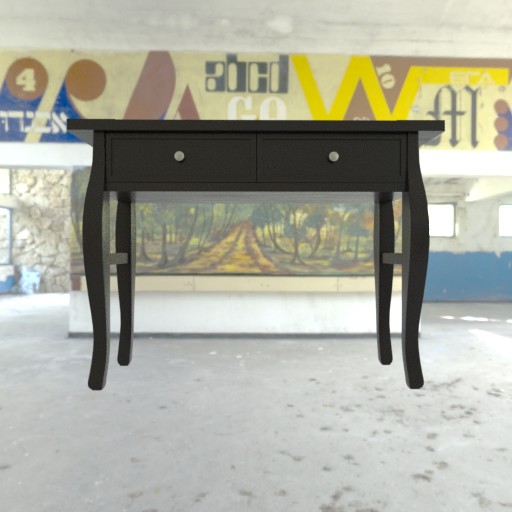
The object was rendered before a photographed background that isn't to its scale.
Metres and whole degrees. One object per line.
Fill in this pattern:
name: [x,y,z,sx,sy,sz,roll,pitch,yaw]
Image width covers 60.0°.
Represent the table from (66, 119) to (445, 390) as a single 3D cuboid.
table: [0.000,0.000,1.422,1.062,0.768,0.373,0,1,-1]
